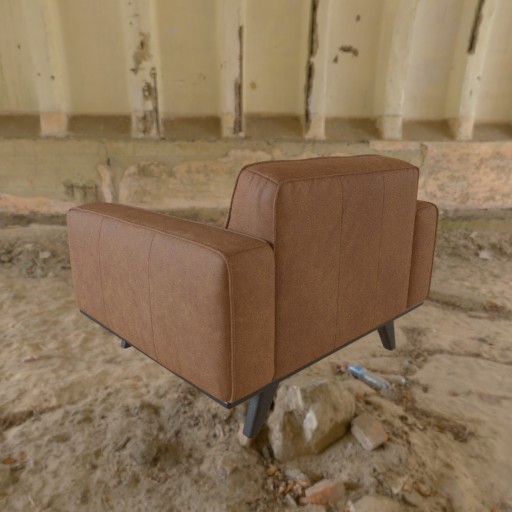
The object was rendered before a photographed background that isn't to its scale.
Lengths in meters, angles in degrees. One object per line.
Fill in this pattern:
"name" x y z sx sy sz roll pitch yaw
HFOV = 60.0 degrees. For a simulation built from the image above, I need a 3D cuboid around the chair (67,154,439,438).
"chair" 0.000 0.000 1.731 1.118 0.782 0.952 -14 21 -41
